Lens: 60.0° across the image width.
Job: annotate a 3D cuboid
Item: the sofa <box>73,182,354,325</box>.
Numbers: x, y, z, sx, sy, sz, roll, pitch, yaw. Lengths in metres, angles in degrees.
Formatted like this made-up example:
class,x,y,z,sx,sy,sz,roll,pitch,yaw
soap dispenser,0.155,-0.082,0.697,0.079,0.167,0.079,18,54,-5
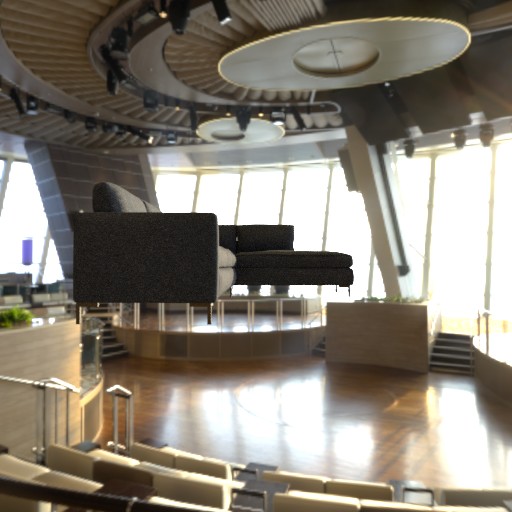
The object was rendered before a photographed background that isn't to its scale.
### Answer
class,x,y,z,sx,sy,sz,roll,pitch,yaw
sofa,0.000,0.000,3.872,2.007,0.815,2.949,0,-1,0
